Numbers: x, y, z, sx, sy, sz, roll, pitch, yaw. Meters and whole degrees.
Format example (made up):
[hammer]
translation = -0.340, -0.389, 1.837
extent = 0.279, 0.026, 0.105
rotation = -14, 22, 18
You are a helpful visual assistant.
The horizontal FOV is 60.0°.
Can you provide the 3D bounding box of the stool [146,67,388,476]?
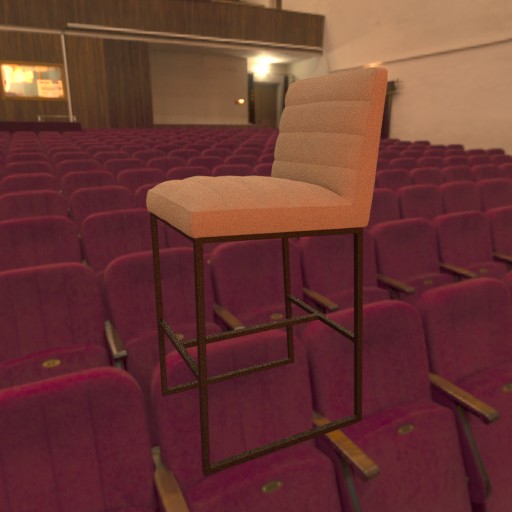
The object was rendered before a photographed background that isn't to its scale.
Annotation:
[stool]
translation = 0.000, 0.000, 1.354
extent = 0.573, 1.061, 0.464
rotation = -8, 17, -25
